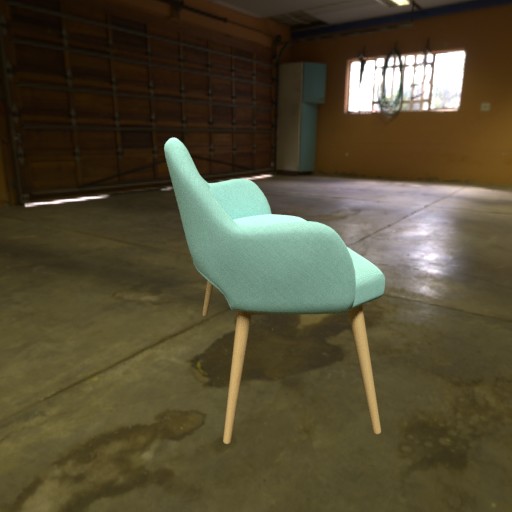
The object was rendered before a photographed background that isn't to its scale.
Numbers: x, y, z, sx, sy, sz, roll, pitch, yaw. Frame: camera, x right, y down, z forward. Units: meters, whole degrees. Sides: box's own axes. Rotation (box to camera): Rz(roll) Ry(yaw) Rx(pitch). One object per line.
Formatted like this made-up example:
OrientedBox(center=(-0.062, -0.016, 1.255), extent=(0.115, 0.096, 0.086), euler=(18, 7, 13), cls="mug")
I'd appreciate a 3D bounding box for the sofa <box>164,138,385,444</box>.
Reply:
OrientedBox(center=(0.000, 0.000, 1.635), extent=(0.610, 0.840, 1.150), euler=(-3, 15, -10), cls="sofa")
